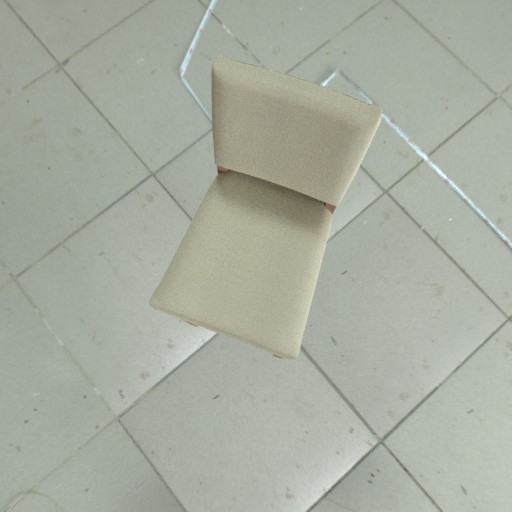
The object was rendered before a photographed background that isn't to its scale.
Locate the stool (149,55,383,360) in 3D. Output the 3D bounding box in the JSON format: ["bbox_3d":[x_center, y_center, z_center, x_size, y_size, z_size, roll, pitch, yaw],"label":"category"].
[{"bbox_3d":[0.000,0.000,1.421,0.428,1.143,0.546,20,78,5],"label":"stool"}]
